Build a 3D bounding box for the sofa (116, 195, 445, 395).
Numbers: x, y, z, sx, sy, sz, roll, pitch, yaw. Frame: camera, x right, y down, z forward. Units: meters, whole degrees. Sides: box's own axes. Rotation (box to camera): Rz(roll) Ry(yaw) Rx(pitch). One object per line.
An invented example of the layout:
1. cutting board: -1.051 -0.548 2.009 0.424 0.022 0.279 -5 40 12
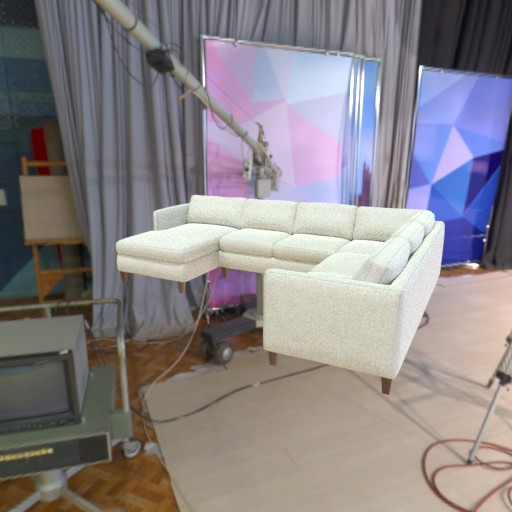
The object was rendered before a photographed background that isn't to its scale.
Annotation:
1. sofa: 0.000 0.000 4.405 3.238 0.853 2.551 8 17 27
